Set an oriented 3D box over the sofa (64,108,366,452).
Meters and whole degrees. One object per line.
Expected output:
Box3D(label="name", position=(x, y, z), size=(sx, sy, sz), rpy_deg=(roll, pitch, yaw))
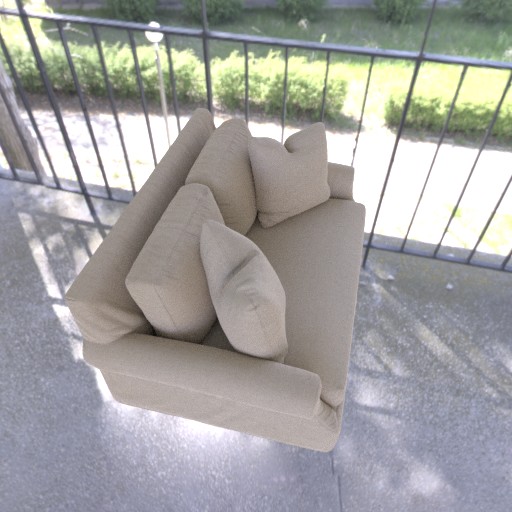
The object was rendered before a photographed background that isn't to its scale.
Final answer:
Box3D(label="sofa", position=(0.000, 0.000, 2.200), size=(1.070, 0.905, 1.550), rpy_deg=(10, 47, 10))
